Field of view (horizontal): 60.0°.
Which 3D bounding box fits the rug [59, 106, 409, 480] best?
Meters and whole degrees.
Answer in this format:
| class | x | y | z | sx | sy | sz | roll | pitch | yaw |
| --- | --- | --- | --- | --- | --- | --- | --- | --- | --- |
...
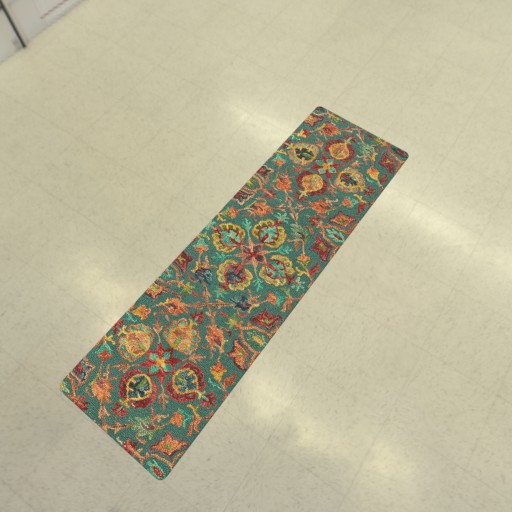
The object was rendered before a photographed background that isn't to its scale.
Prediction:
| class | x | y | z | sx | sy | sz | roll | pitch | yaw |
| --- | --- | --- | --- | --- | --- | --- | --- | --- | --- |
| rug | 0.000 | 0.000 | 2.449 | 0.686 | 0.013 | 2.286 | 34 | 68 | 16 |
